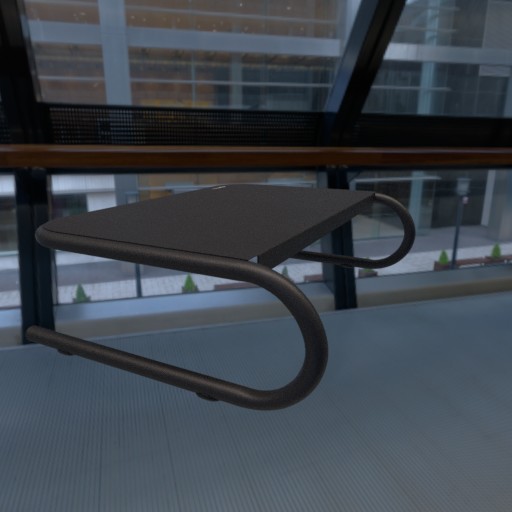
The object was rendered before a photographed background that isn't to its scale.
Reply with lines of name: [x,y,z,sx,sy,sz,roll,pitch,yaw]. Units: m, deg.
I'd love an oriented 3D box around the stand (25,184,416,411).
stand: [0.000,0.000,0.481,0.280,0.108,0.370,8,18,26]
